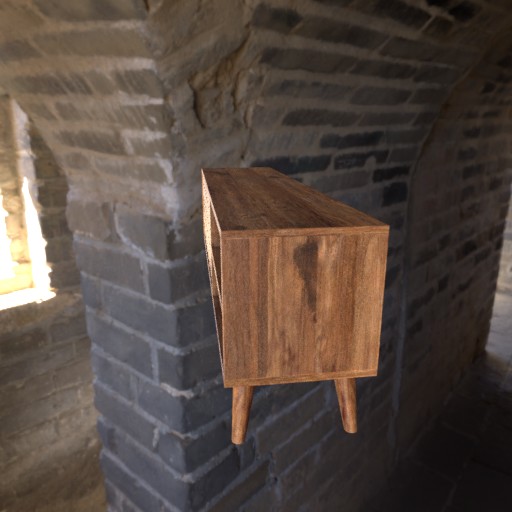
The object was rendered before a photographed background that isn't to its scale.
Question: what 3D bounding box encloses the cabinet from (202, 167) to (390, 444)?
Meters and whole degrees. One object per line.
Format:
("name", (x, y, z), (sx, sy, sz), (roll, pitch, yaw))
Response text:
("cabinet", (0.000, 0.000, 1.652), (0.349, 0.528, 1.448), (-2, 16, -8))
